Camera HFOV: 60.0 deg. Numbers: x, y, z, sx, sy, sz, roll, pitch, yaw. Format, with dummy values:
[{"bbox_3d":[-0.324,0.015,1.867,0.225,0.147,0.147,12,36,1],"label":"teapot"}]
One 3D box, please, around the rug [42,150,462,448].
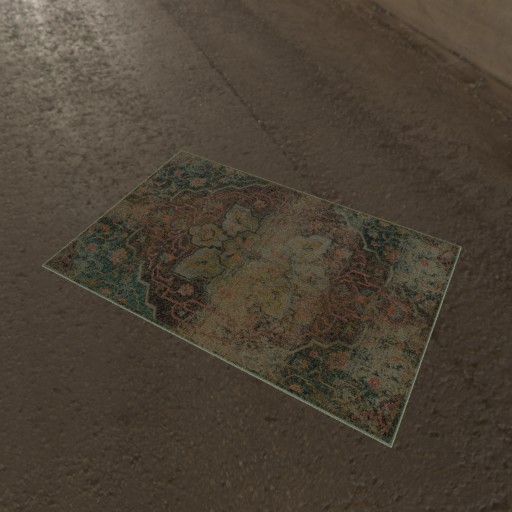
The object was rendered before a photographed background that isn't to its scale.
[{"bbox_3d":[0.000,0.000,2.940,2.363,0.004,1.566,23,51,20],"label":"rug"}]
